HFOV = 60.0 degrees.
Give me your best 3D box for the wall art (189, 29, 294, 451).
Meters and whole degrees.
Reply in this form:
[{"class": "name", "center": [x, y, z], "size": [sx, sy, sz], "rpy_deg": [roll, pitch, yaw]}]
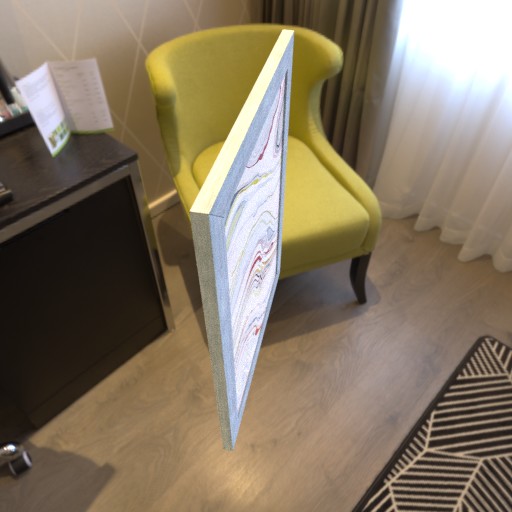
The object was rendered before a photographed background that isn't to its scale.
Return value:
[{"class": "wall art", "center": [0.000, 0.000, 0.808], "size": [0.020, 0.613, 0.481], "rpy_deg": [10, 47, 9]}]
